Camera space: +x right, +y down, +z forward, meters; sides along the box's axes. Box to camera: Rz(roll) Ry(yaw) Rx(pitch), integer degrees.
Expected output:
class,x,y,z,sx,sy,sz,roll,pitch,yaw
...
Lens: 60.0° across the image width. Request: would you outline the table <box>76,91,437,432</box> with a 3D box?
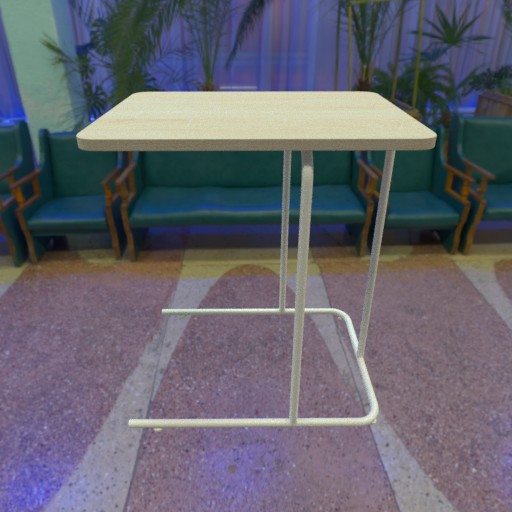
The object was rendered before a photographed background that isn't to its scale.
class,x,y,z,sx,sy,sz,roll,pitch,yaw
table,0.000,0.000,0.863,0.480,0.550,0.370,0,29,0
